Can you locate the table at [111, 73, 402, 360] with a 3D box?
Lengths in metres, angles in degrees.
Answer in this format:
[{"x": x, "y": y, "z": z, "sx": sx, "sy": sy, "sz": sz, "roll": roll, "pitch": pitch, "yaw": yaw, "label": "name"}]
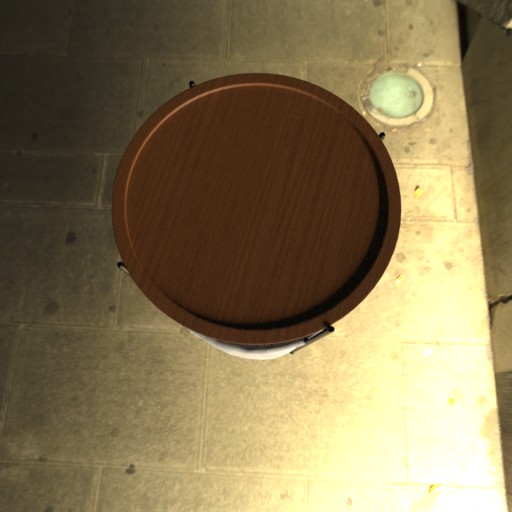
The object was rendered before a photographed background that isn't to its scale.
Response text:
[{"x": 0.000, "y": 0.000, "z": 0.890, "sx": 0.393, "sy": 0.623, "sz": 0.393, "roll": 17, "pitch": 76, "yaw": 4, "label": "table"}]
